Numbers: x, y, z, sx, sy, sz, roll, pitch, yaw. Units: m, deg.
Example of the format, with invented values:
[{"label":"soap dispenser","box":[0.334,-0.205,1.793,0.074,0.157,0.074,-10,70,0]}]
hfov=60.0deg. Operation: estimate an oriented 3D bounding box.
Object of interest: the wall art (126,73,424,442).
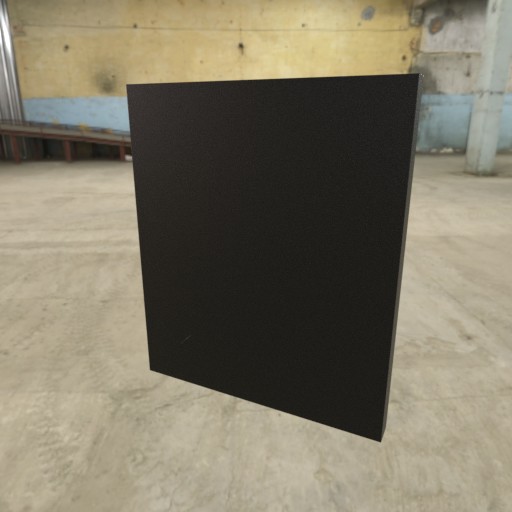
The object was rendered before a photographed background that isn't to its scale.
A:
[{"label":"wall art","box":[0.000,0.000,0.516,0.325,0.380,0.028,9,20,25]}]
